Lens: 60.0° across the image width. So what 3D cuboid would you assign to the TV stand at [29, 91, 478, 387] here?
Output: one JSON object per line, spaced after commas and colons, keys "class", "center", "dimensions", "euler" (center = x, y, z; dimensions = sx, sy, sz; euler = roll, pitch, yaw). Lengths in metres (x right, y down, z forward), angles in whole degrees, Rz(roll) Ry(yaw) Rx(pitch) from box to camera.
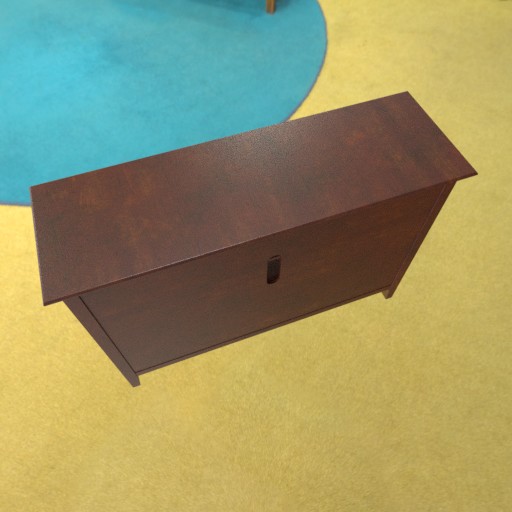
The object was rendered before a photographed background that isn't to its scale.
{"class": "TV stand", "center": [0.000, 0.000, 1.802], "dimensions": [1.372, 0.915, 0.445], "euler": [-17, 59, -11]}
